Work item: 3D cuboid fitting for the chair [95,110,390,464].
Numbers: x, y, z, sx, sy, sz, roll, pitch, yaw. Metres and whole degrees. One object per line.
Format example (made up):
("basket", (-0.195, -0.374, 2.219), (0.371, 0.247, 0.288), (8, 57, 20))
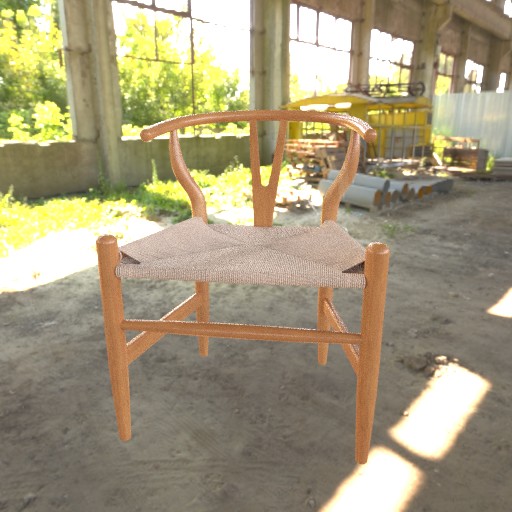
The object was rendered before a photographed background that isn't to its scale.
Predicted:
("chair", (0.000, 0.000, 1.130), (0.569, 0.730, 0.579), (2, 16, 8))
